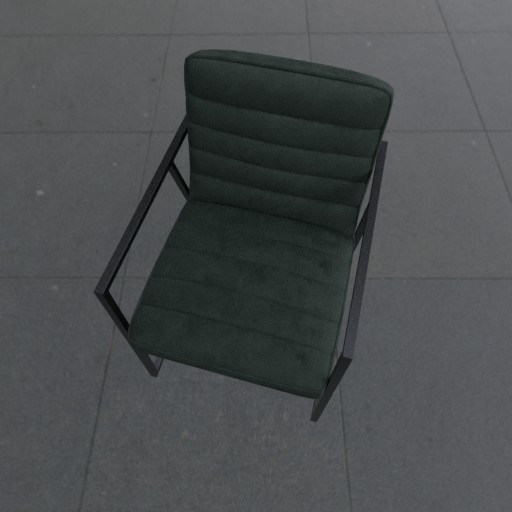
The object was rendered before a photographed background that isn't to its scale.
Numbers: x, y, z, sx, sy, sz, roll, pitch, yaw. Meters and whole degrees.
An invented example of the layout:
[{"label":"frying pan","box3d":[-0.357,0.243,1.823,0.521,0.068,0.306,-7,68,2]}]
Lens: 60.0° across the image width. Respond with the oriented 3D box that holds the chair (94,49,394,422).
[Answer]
[{"label":"chair","box3d":[0.000,0.000,1.255,0.571,0.833,0.677,13,59,8]}]
